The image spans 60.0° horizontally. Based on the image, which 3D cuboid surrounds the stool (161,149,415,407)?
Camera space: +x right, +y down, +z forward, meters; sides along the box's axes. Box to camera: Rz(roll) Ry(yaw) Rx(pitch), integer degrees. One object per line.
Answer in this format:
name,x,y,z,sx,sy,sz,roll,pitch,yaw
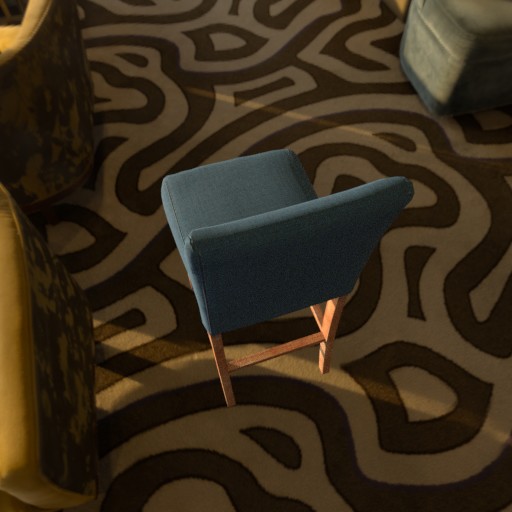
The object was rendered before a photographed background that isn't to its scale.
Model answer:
stool,0.000,0.000,1.358,0.454,1.088,0.574,-16,60,-10
